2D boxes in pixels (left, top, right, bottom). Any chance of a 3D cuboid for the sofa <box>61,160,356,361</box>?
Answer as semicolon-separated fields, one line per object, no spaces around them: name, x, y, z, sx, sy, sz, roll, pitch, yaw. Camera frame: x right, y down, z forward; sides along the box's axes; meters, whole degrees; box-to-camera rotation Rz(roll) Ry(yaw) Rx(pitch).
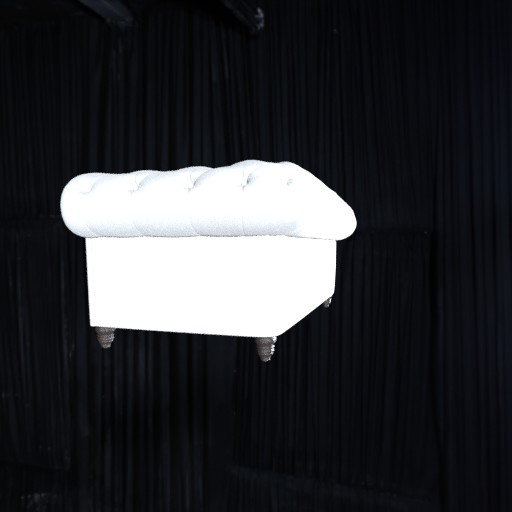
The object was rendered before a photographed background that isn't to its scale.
sofa;0.000;0.000;2.509;0.986;0.764;1.998;0;1;17
